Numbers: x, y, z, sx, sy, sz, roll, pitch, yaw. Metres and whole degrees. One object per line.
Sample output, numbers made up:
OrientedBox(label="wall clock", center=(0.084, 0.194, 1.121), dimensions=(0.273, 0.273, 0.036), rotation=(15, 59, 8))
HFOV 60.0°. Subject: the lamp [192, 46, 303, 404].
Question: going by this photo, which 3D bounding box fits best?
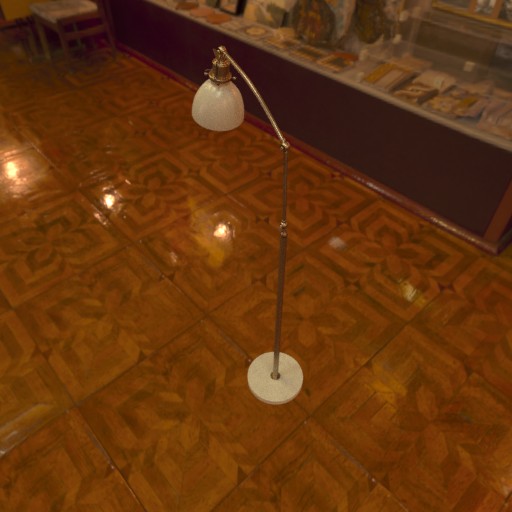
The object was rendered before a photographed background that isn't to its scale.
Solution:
OrientedBox(label="lamp", center=(0.000, 0.000, 1.846), dimensions=(0.288, 1.586, 0.599), rotation=(-31, 53, -27))
